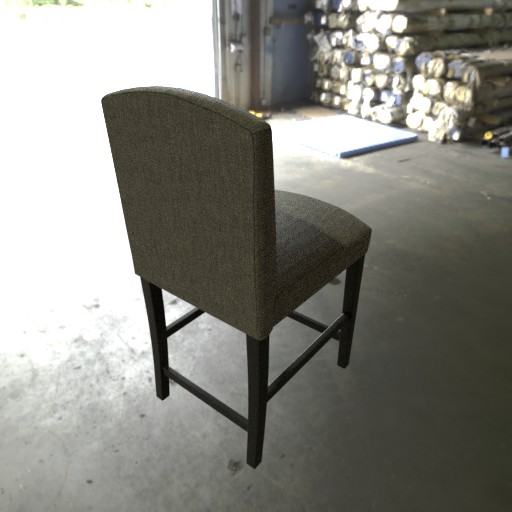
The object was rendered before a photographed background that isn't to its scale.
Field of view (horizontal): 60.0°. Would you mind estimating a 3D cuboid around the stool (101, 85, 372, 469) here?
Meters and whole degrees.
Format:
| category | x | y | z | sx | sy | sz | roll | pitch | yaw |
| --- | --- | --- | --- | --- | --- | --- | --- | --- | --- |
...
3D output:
| category | x | y | z | sx | sy | sz | roll | pitch | yaw |
| --- | --- | --- | --- | --- | --- | --- | --- | --- | --- |
| stool | 0.000 | 0.000 | 1.252 | 0.451 | 0.966 | 0.552 | 22 | 37 | 33 |
